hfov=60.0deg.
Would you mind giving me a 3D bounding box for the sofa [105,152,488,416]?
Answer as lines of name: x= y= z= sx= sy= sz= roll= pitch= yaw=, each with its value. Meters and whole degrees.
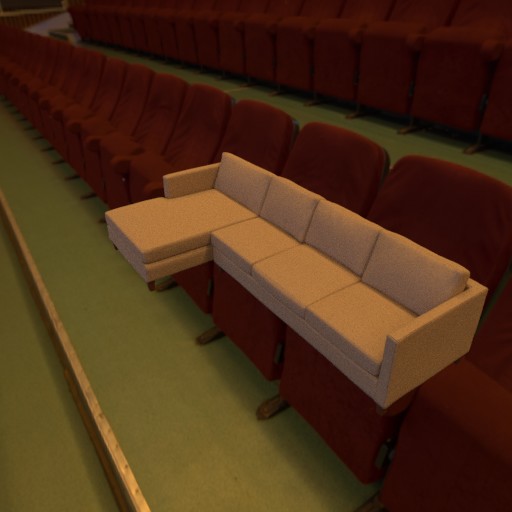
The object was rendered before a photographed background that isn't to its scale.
sofa: x=0.000 y=0.000 z=3.819 sx=1.625 sy=0.846 sz=3.186 roll=-20 pitch=37 yaw=-29
